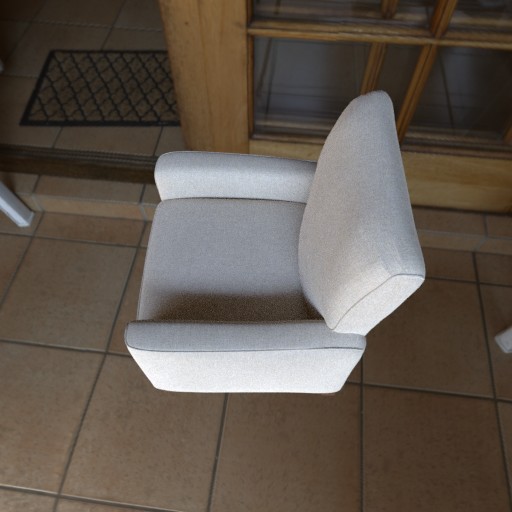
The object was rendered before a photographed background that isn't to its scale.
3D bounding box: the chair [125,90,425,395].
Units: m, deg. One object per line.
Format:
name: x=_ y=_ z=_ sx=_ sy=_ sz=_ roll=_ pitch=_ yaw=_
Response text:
chair: x=0.000 y=0.000 z=1.646 sx=0.859 sy=1.023 sz=0.845 roll=1 pitch=59 yaw=1
